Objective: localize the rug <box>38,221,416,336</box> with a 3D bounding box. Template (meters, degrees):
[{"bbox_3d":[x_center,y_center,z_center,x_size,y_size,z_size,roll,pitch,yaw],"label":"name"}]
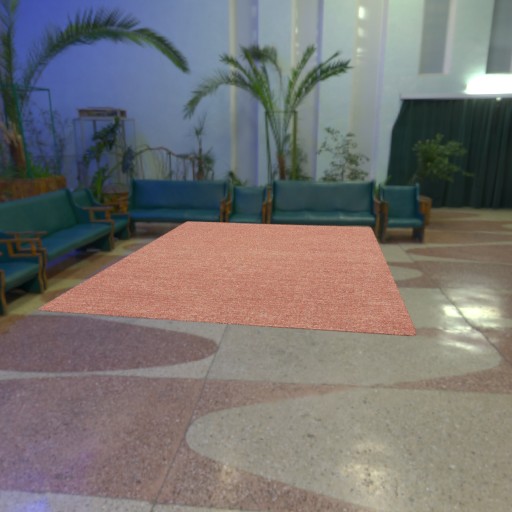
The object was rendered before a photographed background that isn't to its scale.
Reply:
[{"bbox_3d":[0.000,0.000,2.804,1.594,0.009,2.112,2,15,9],"label":"rug"}]
